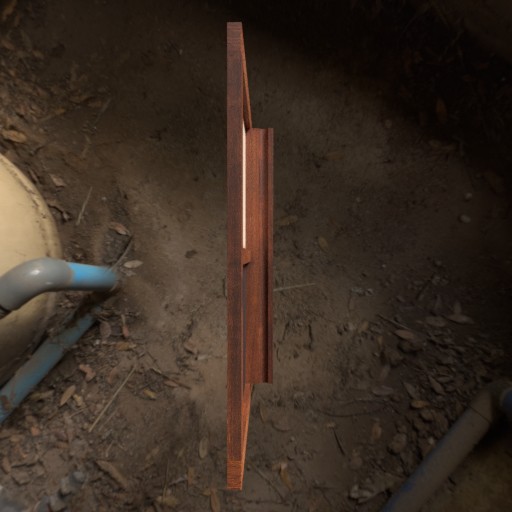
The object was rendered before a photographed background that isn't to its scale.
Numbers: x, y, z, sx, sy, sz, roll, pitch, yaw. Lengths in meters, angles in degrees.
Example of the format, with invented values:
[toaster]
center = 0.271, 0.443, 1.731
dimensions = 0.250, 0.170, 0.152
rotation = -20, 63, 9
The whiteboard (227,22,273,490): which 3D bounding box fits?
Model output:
[whiteboard]
center = 0.000, 0.000, 1.004
dimensions = 0.083, 0.553, 0.768
rotation = 0, 90, 1
